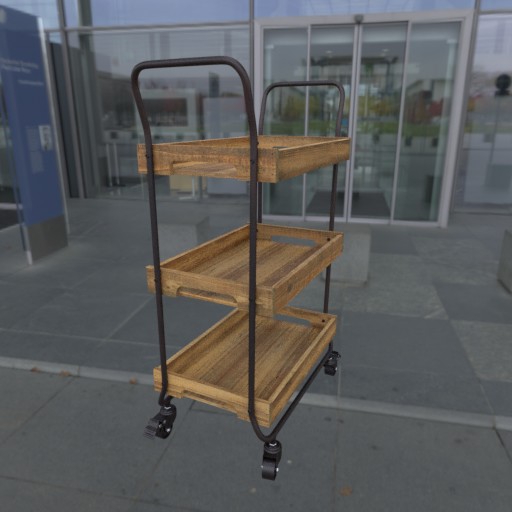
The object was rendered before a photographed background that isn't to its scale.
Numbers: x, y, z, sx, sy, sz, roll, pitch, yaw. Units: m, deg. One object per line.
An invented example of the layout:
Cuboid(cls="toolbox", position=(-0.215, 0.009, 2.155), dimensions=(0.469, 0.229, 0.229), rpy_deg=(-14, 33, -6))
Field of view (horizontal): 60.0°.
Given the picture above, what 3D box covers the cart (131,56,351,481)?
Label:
Cuboid(cls="cart", position=(0.000, 0.000, 1.117), dimensions=(0.339, 0.857, 0.583), rpy_deg=(9, 19, 25))
